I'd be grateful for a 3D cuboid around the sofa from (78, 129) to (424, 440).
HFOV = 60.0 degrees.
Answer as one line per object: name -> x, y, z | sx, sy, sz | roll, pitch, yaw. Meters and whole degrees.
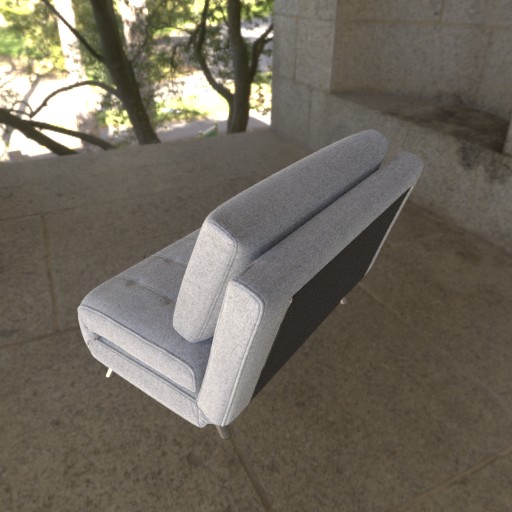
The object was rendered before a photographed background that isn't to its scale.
sofa -> 0.000, 0.000, 1.855 | 0.910, 0.910, 1.220 | 20, 37, 30
